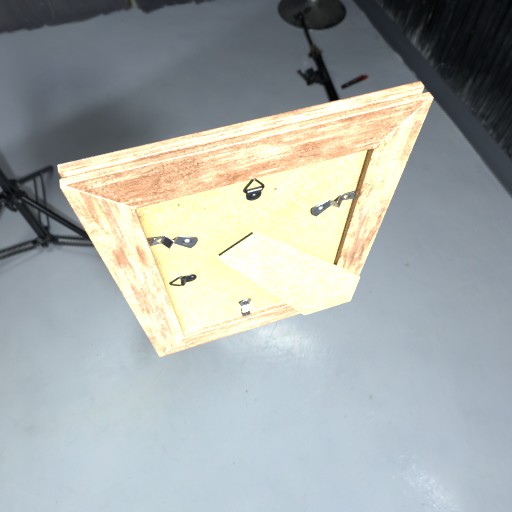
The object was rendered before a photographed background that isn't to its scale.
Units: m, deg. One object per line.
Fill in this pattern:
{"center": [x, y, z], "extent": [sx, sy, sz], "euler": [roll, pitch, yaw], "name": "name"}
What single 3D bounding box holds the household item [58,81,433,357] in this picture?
{"center": [0.000, 0.000, 0.314], "extent": [0.186, 0.237, 0.018], "euler": [-16, 60, -9], "name": "household item"}
